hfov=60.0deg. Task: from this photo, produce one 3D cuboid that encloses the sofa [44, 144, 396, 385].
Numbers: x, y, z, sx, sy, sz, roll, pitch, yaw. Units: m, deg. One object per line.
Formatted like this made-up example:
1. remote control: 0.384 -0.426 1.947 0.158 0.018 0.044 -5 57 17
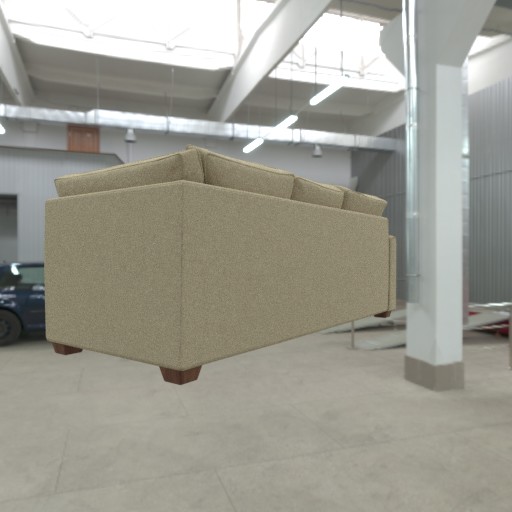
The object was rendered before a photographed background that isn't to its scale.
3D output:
1. sofa: 0.000 0.000 2.857 1.061 0.962 2.317 0 0 36
